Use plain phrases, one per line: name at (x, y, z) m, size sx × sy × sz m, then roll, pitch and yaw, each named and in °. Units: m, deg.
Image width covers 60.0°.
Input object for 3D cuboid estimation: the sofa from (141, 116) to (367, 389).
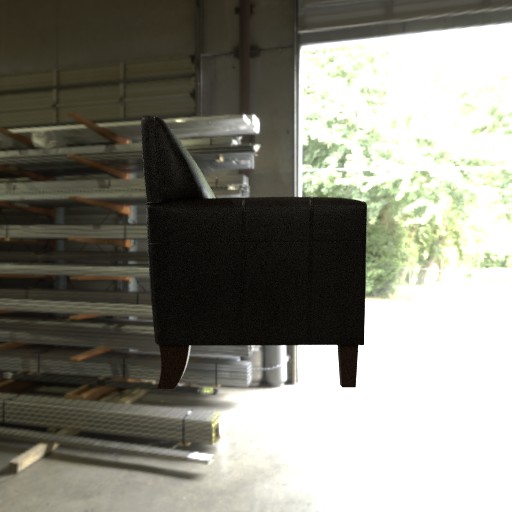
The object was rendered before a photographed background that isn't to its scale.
sofa at (0.000, 0.000, 2.505) m, size 0.805 × 0.947 × 2.053 m, roll 0°, pitch -1°, yaw -1°
